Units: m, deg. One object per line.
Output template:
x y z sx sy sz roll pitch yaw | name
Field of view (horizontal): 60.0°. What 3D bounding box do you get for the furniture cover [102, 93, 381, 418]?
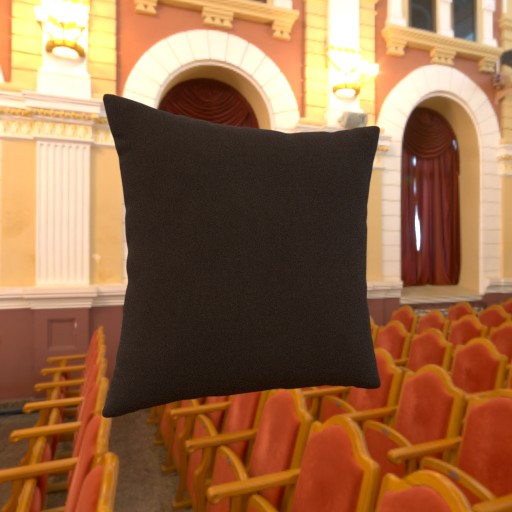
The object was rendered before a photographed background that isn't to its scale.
0.000 0.000 0.778 0.511 0.509 0.161 0 -1 -19 | furniture cover
